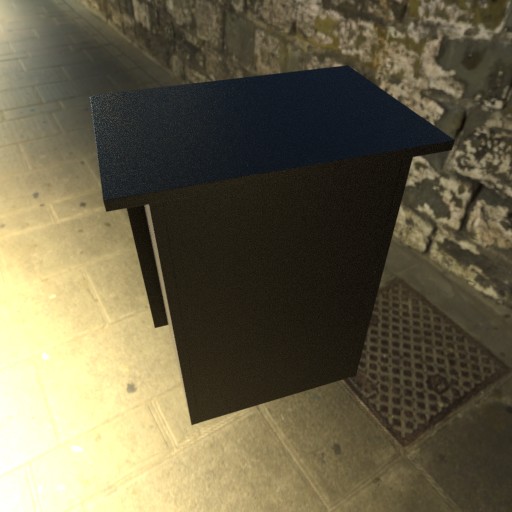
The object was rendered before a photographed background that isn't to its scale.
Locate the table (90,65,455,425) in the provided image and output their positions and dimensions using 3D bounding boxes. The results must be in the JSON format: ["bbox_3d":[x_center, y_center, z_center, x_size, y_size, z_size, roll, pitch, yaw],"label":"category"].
[{"bbox_3d":[0.000,0.000,1.076,0.589,0.711,0.408,-12,43,-14],"label":"table"}]
